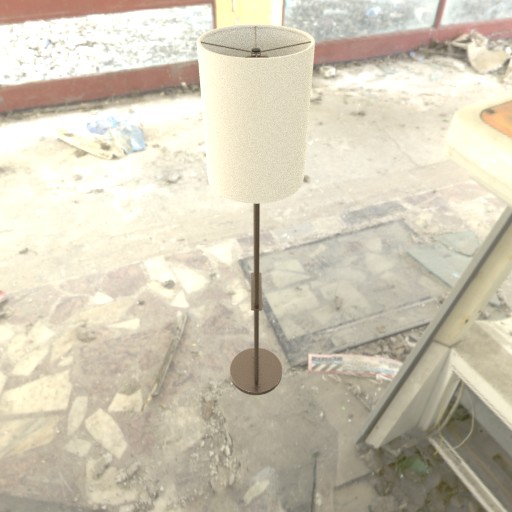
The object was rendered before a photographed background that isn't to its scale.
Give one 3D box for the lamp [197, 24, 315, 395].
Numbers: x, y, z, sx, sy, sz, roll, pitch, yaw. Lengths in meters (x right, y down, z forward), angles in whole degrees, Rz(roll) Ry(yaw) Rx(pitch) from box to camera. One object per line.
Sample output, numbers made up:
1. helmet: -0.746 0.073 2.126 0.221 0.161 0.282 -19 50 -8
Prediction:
1. lamp: 0.000 0.000 1.648 0.305 1.500 0.306 0 41 -1
